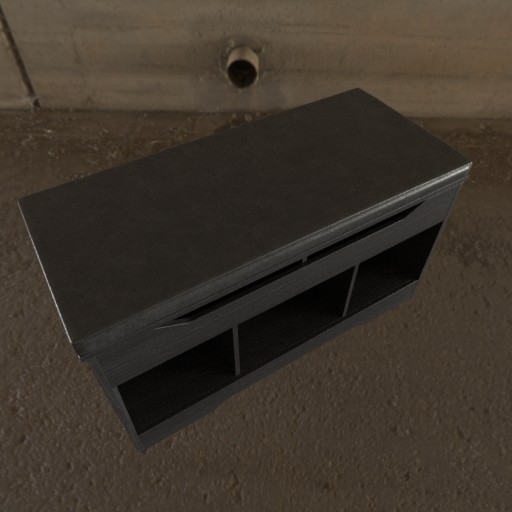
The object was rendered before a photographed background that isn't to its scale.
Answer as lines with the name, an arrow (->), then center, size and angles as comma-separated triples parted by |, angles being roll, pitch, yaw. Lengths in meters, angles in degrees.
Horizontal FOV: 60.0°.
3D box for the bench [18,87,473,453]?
bench -> 0.000, 0.000, 1.128 | 0.905, 0.501, 0.401 | -24, 52, -20
